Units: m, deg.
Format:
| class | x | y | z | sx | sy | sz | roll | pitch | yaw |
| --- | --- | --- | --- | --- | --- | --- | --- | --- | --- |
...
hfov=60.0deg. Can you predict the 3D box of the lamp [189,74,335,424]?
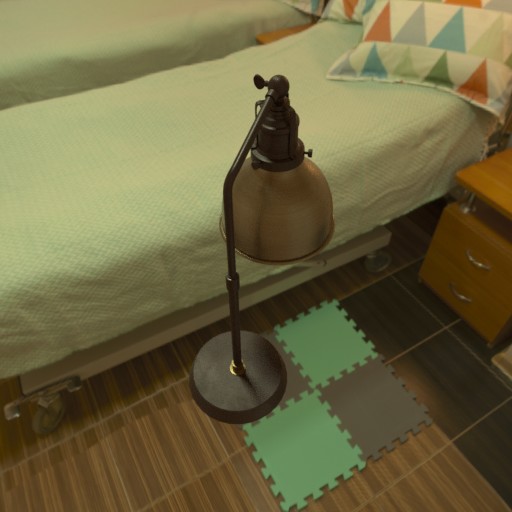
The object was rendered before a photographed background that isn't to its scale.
| class | x | y | z | sx | sy | sz | roll | pitch | yaw |
| --- | --- | --- | --- | --- | --- | --- | --- | --- | --- |
| lamp | 0.000 | 0.000 | 0.620 | 0.175 | 0.469 | 0.298 | 23 | 51 | 20 |
